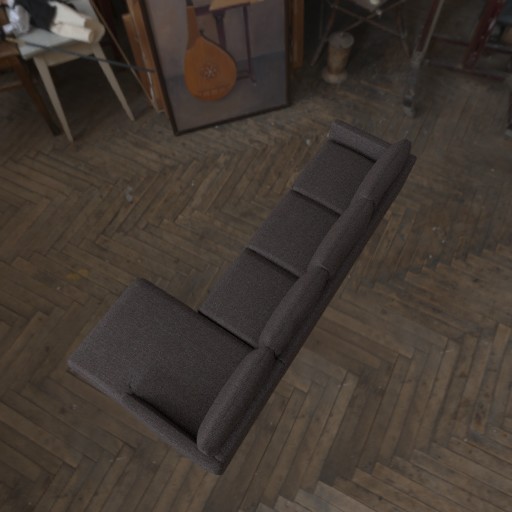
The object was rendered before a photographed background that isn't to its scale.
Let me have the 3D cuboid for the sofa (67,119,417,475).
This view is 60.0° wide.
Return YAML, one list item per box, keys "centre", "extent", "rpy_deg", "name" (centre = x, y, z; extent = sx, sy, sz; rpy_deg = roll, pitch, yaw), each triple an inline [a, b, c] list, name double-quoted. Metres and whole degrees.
- centre: [0.000, 0.000, 3.863]
  extent: [1.483, 0.892, 3.221]
  rpy_deg: [31, 68, 14]
  name: "sofa"
